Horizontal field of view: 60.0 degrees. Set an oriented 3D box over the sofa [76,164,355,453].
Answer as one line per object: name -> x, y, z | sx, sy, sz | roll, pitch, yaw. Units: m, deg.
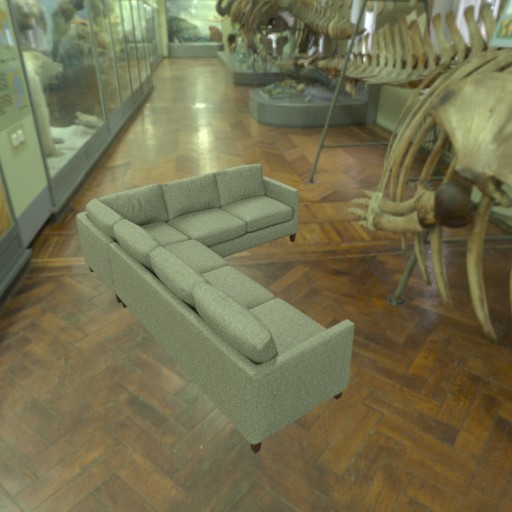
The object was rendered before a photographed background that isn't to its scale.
sofa -> 0.000, 0.000, 4.572 | 2.593, 0.947, 3.302 | -20, 33, -33
